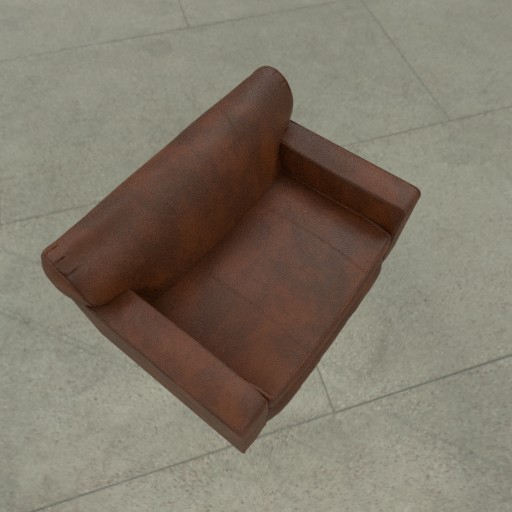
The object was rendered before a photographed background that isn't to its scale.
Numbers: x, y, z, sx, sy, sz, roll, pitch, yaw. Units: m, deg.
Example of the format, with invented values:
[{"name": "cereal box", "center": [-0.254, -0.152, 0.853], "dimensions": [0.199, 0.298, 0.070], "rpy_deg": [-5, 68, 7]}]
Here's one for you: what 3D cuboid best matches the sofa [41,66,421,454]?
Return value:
[{"name": "sofa", "center": [0.000, 0.000, 2.091], "dimensions": [1.000, 0.956, 1.413], "rpy_deg": [34, 65, 18]}]
